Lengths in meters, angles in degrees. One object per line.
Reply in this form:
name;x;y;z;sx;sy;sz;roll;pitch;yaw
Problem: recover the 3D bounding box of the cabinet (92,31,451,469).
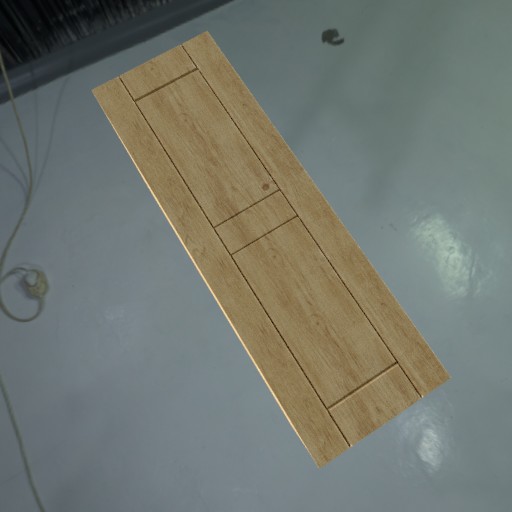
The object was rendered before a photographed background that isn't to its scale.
cabinet;0.000;0.000;1.710;0.432;0.810;1.321;-31;78;-8
